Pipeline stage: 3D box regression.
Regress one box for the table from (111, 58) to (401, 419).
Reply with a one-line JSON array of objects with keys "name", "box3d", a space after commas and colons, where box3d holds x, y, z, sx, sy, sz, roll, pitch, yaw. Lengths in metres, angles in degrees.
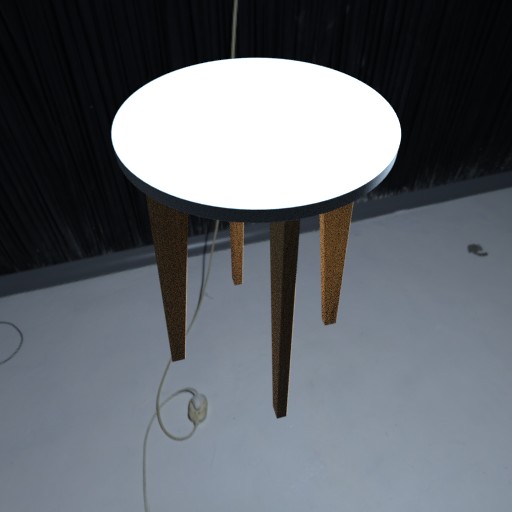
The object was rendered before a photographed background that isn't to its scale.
[{"name": "table", "box3d": [0.000, 0.000, 0.730, 0.350, 0.500, 0.350, 0, 47, 0]}]
